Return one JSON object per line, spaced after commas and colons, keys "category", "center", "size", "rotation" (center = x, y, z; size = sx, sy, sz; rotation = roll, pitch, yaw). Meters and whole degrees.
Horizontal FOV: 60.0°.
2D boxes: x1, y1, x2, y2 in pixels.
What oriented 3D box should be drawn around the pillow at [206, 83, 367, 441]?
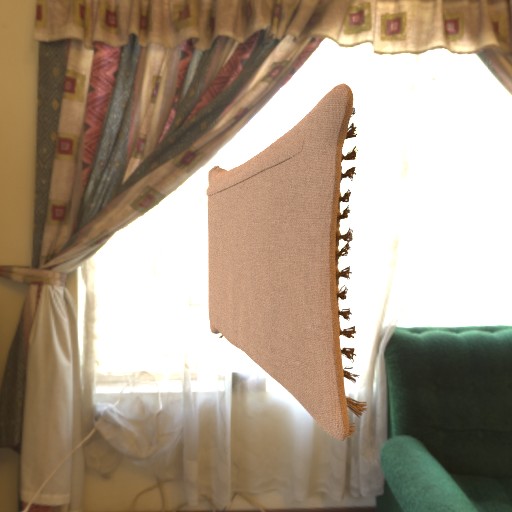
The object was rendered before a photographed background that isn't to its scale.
{"category": "pillow", "center": [0.000, 0.000, 0.584], "size": [0.084, 0.305, 0.466], "rotation": [-1, 2, -19]}
